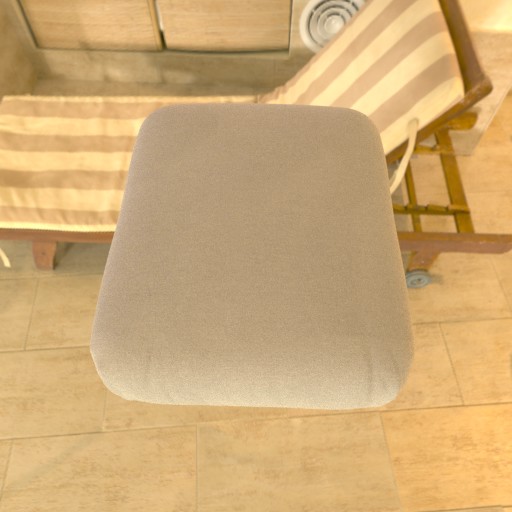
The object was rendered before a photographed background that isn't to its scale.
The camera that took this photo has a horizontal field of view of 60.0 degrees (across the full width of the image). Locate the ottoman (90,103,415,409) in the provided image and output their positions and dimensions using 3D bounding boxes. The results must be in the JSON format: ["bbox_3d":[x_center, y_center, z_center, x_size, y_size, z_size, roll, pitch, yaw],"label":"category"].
[{"bbox_3d":[0.000,0.000,1.104,0.622,0.450,0.746,1,58,1],"label":"ottoman"}]
